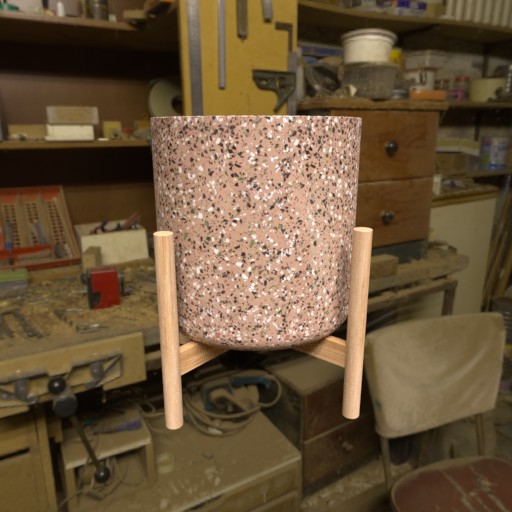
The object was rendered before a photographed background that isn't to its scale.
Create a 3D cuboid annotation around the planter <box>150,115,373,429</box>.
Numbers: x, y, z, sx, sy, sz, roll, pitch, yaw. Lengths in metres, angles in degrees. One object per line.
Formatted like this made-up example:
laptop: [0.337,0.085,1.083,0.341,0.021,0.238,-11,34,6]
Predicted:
planter: [0.000,0.000,0.708,0.360,0.419,0.360,-8,18,-27]
